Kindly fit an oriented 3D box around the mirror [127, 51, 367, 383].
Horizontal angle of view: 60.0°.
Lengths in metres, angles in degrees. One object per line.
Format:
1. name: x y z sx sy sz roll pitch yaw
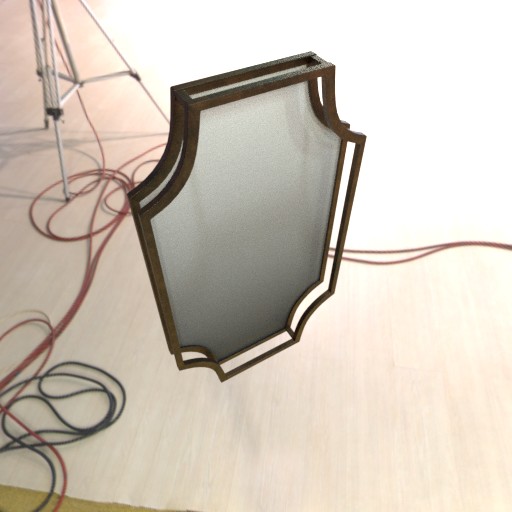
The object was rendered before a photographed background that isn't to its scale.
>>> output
1. mirror: 0.000 0.000 0.976 0.462 0.811 0.066 -23 51 -20
